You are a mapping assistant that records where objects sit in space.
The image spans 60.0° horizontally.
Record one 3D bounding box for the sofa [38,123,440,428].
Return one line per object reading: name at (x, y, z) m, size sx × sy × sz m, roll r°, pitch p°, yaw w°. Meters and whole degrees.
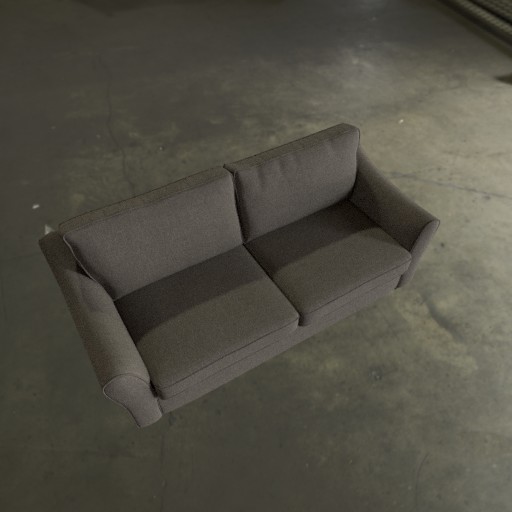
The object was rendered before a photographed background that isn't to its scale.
sofa at (0.000, 0.000, 2.735) m, size 2.203 × 0.976 × 1.013 m, roll -24°, pitch 52°, yaw -21°
